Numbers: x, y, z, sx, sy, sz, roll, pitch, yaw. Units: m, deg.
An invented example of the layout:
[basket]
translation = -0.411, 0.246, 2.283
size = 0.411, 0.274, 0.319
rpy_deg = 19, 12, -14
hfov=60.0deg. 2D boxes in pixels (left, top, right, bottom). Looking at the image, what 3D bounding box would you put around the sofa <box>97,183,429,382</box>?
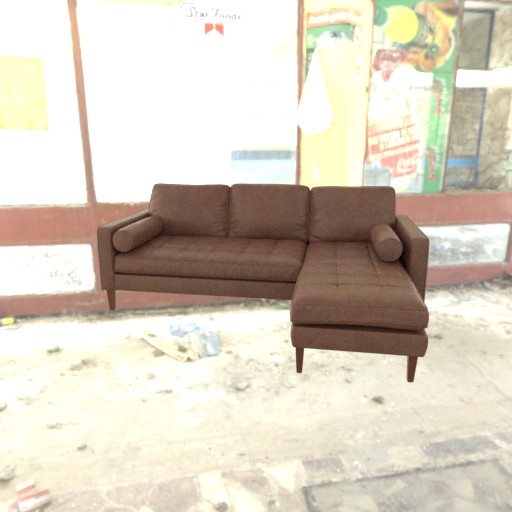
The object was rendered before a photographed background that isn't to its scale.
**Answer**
[sofa]
translation = 0.000, 0.000, 2.971
size = 2.185, 0.841, 1.613
rpy_deg = 2, 15, 9
